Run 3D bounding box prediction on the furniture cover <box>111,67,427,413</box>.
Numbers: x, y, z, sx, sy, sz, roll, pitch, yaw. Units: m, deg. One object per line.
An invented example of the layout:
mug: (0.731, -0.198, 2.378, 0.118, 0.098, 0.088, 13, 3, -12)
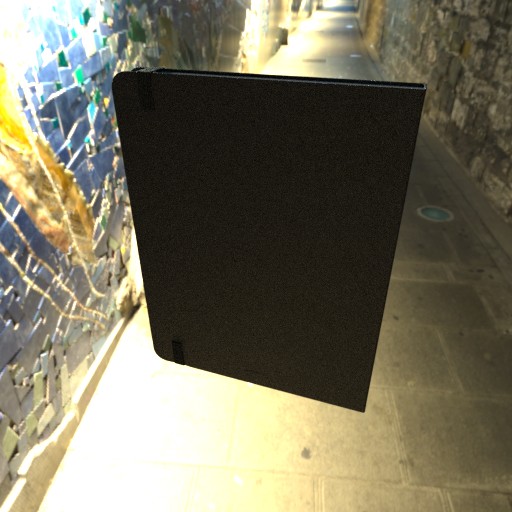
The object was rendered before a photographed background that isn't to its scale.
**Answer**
furniture cover: (0.000, 0.000, 0.368, 0.216, 0.281, 0.023, 10, 33, 16)
